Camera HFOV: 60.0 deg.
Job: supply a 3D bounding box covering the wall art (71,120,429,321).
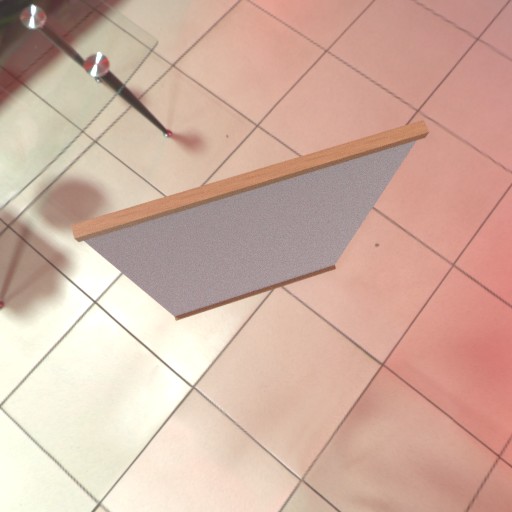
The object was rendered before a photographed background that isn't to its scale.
[{"bbox_3d":[0.000,0.000,1.907,0.991,1.510,0.040,-18,75,-5],"label":"wall art"}]
